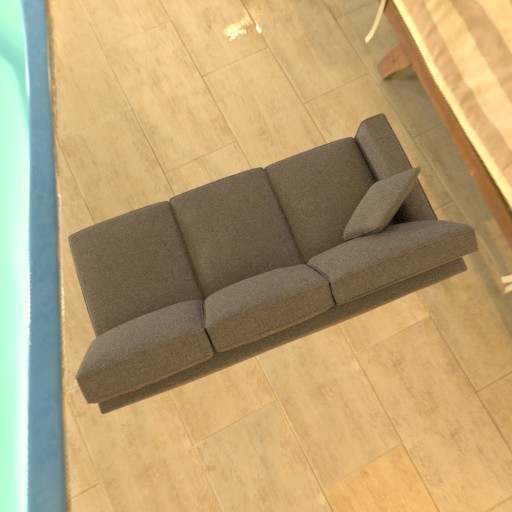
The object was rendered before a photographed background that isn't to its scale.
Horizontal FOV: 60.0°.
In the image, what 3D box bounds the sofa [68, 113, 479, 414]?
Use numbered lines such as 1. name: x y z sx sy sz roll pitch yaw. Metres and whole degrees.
1. sofa: 0.000 0.000 2.512 1.963 0.946 1.034 -21 77 -5
